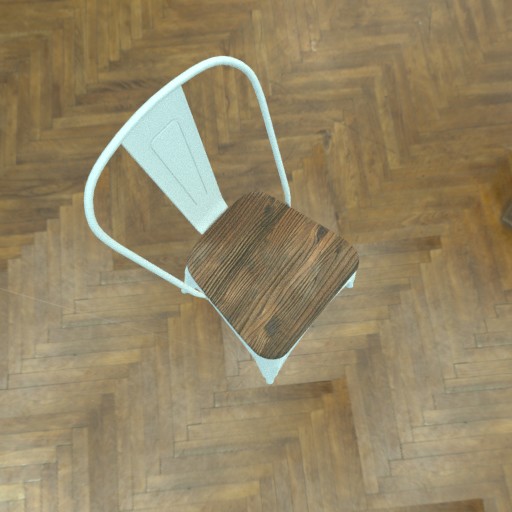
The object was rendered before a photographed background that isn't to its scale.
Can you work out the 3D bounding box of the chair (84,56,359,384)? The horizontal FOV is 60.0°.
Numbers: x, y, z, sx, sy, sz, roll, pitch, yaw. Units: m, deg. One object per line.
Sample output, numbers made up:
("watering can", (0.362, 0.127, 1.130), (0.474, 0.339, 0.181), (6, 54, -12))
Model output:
("chair", (0.000, 0.000, 1.143), (0.521, 0.851, 0.452), (40, 80, 9))
